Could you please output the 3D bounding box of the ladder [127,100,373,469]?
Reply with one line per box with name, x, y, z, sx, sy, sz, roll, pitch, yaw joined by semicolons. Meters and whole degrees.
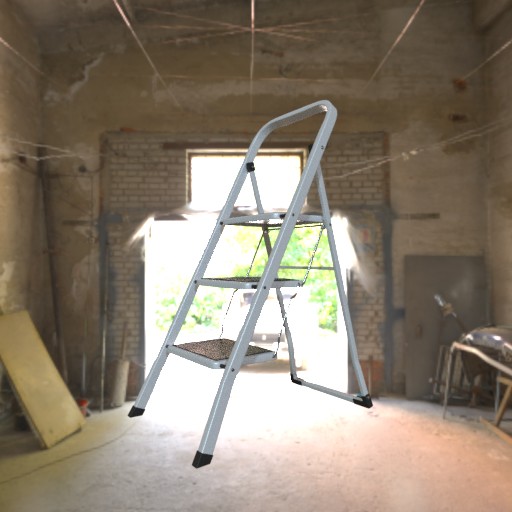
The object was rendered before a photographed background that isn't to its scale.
ladder;0.000;0.000;1.487;0.711;1.050;0.460;0;0;-37
